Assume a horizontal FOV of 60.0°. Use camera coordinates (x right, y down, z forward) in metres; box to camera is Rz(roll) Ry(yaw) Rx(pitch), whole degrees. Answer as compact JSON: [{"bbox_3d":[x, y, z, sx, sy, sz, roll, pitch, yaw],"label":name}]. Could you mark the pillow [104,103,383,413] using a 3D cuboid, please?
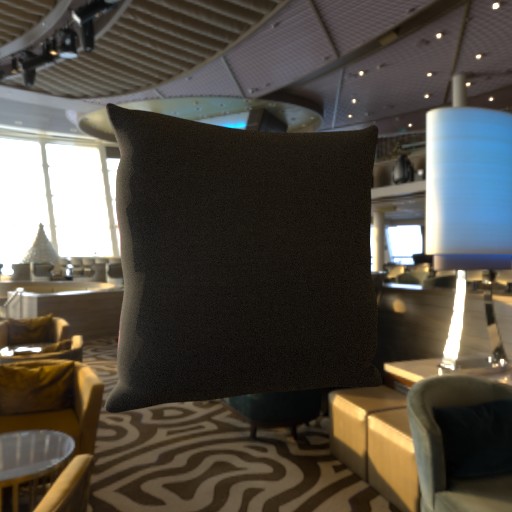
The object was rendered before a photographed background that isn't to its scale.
[{"bbox_3d":[0.000,0.000,0.778,0.503,0.496,0.208,0,0,-17],"label":"pillow"}]
